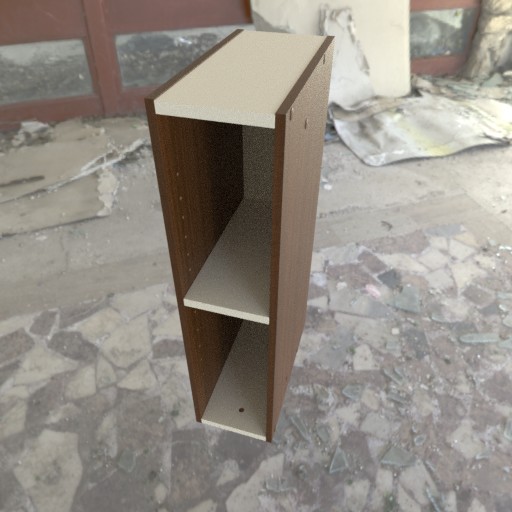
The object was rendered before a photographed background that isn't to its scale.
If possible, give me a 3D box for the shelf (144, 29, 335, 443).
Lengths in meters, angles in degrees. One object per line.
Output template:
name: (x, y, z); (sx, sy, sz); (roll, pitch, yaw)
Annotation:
shelf: (0.000, 0.000, 0.718); (0.147, 0.600, 0.290); (11, 41, 13)
